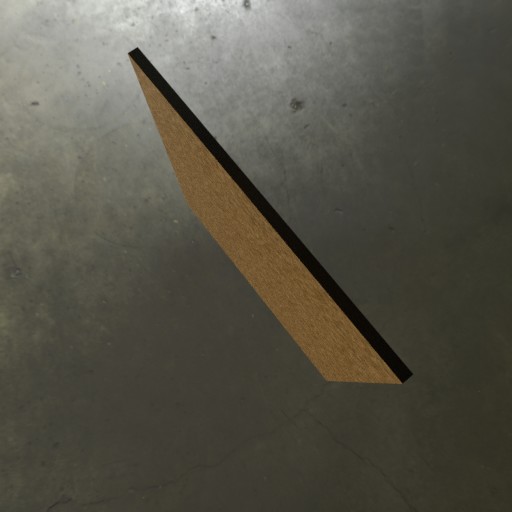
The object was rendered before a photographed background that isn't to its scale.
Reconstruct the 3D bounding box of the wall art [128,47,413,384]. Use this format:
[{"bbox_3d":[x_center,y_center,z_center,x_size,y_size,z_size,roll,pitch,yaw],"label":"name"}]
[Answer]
[{"bbox_3d":[0.000,0.000,0.659,0.014,0.445,0.446,-37,78,-9],"label":"wall art"}]
